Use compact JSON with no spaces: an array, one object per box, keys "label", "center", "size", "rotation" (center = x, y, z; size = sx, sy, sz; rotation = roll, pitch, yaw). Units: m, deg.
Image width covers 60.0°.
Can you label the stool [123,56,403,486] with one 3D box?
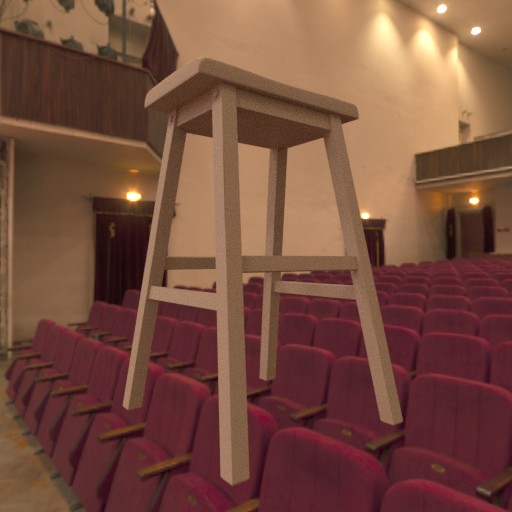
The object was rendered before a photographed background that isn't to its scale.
[{"label":"stool","center":[0.000,0.000,1.035],"size":[0.457,0.737,0.476],"rotation":[0,0,-37]}]
